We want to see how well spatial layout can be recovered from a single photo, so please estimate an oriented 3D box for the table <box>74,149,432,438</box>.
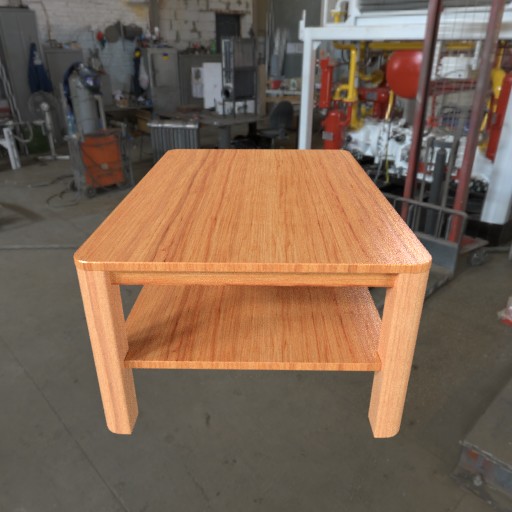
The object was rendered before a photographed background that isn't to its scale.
[{"bbox_3d":[0.000,0.000,1.372,0.696,0.445,0.997,0,25,1],"label":"table"}]
